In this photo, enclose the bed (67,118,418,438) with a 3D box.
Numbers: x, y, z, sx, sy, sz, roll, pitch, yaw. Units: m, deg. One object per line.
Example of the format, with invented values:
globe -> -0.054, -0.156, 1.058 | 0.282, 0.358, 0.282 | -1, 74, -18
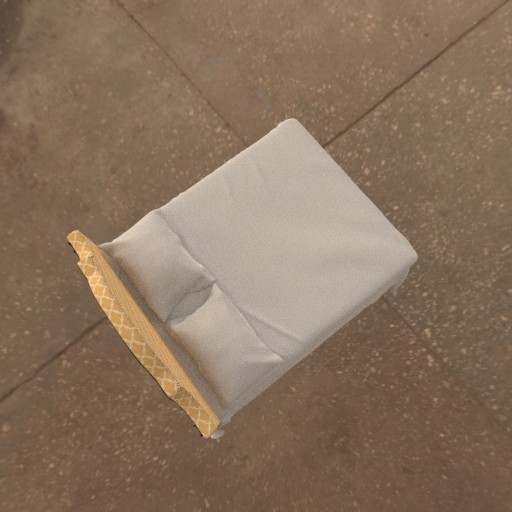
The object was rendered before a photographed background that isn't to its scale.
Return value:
bed -> 0.000, 0.000, 3.328 | 2.222, 1.633, 1.780 | -37, 78, -9
